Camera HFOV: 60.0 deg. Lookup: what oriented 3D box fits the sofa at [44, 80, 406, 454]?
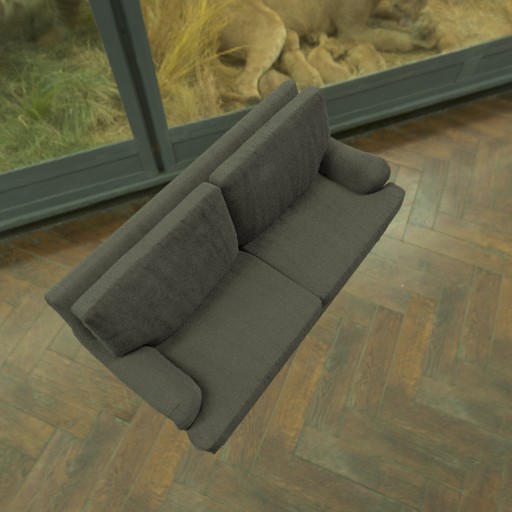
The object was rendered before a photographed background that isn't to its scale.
[{"bbox_3d":[0.000,0.000,2.830,1.086,1.087,2.165,34,65,18],"label":"sofa"}]
